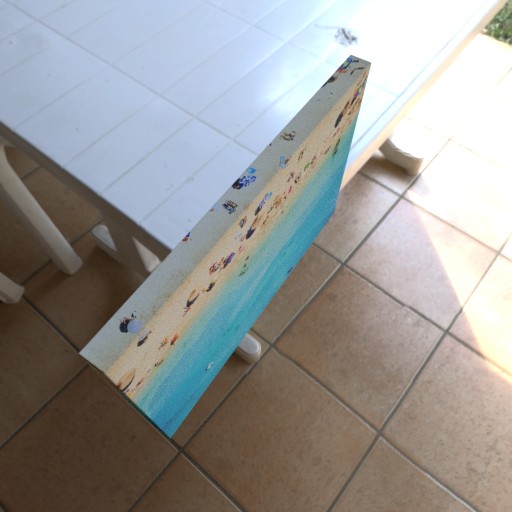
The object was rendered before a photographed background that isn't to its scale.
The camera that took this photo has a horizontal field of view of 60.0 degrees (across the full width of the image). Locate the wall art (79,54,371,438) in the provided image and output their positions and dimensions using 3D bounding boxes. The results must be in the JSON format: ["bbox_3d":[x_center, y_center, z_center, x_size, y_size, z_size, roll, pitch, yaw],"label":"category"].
[{"bbox_3d":[0.000,0.000,1.118,0.057,0.595,0.894,30,63,17],"label":"wall art"}]
